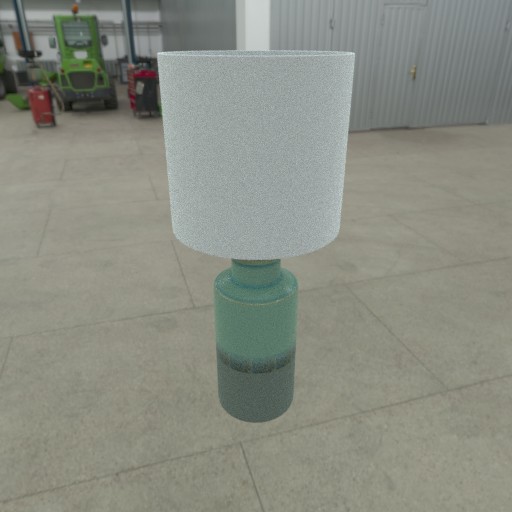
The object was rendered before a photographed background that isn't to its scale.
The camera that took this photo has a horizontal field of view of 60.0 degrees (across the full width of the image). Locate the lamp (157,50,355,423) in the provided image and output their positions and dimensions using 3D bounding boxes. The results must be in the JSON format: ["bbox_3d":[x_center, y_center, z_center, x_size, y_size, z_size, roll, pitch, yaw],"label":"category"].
[{"bbox_3d":[0.000,0.000,0.591,0.212,0.493,0.212,19,32,33],"label":"lamp"}]
